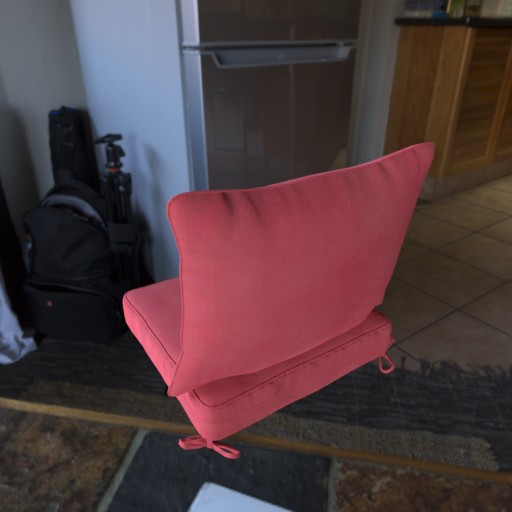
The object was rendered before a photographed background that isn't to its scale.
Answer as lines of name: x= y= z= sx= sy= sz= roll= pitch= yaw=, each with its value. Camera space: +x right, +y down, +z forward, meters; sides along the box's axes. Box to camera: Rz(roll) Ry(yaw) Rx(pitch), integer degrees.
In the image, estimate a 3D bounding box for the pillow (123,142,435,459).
pillow: x=0.000 y=0.000 z=1.363 sx=0.798 sy=0.725 sz=0.733 roll=-17 pitch=33 yaw=-29
